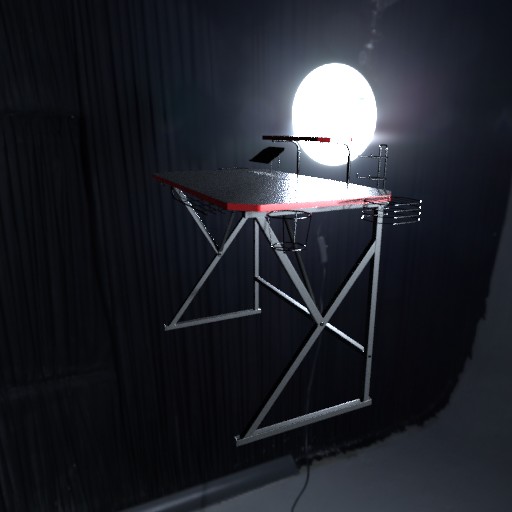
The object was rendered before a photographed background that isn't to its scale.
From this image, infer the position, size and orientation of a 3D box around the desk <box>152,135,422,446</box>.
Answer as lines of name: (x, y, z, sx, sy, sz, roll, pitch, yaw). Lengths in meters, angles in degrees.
desk: (0.000, 0.000, 1.750, 0.588, 0.913, 1.280, -7, 17, -24)
